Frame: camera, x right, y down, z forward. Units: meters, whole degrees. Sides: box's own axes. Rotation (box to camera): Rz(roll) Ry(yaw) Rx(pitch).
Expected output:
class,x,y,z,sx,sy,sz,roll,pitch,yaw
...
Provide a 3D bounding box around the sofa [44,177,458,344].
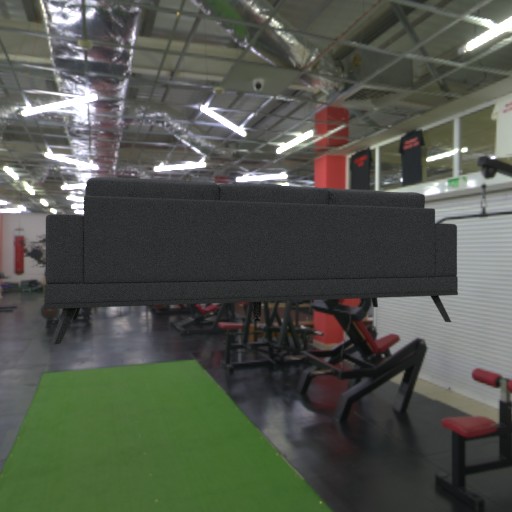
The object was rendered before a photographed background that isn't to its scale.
class,x,y,z,sx,sy,sz,roll,pitch,yaw
sofa,0.000,0.000,2.781,2.310,0.810,0.920,0,0,-17
